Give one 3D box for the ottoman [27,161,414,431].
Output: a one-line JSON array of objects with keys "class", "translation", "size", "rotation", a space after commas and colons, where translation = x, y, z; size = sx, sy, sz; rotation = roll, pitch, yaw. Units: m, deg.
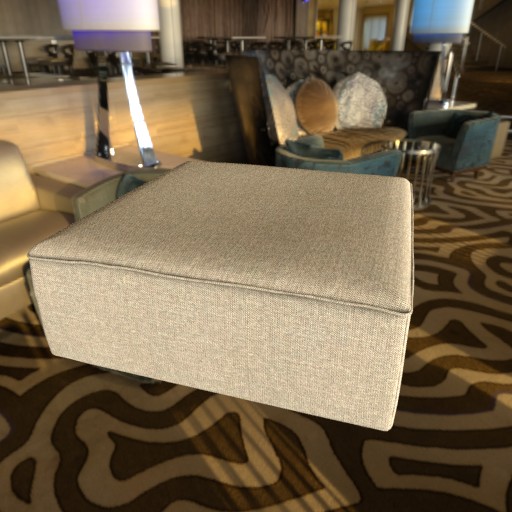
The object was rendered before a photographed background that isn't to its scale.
[{"class": "ottoman", "translation": [0.000, 0.000, 1.556], "size": [1.017, 0.423, 1.023], "rotation": [8, 27, 16]}]
